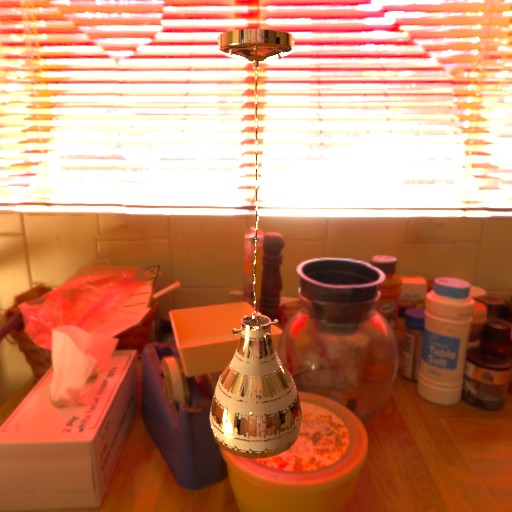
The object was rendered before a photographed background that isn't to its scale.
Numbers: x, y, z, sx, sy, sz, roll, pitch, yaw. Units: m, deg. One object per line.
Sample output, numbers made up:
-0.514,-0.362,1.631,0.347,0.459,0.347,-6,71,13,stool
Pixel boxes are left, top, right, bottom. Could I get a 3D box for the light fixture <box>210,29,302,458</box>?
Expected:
0.000,0.000,1.620,0.374,1.457,0.374,-8,17,-27,light fixture
